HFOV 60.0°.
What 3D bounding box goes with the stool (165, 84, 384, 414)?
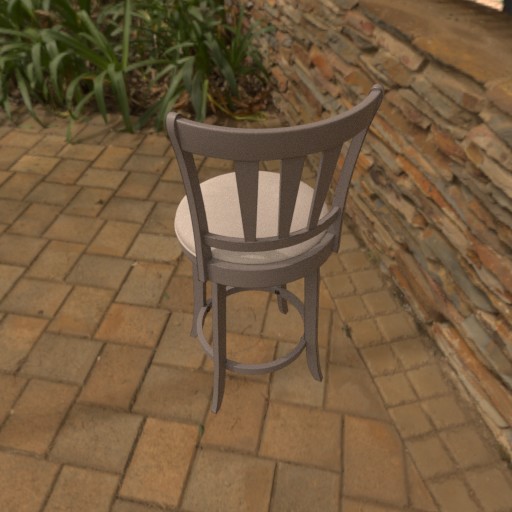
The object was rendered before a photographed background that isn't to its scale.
[{"bbox_3d":[0.000,0.000,1.261,0.436,1.023,0.475,-13,43,-14],"label":"stool"}]
